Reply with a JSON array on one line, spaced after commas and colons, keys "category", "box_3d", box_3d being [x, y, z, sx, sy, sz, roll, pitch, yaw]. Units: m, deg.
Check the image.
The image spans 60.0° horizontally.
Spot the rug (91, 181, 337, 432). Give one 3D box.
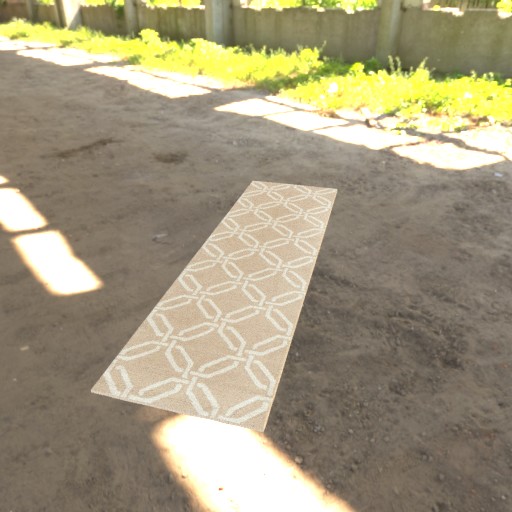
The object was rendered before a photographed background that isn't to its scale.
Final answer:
[{"category": "rug", "box_3d": [0.000, 0.000, 2.542, 0.678, 0.014, 2.276, 8, 31, 13]}]
